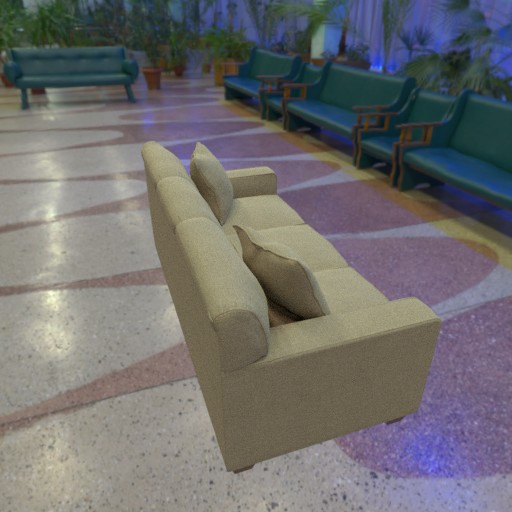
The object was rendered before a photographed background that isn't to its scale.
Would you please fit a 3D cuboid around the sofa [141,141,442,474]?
[{"bbox_3d":[0.000,0.000,2.578,0.997,0.958,2.024,-10,32,-17],"label":"sofa"}]
